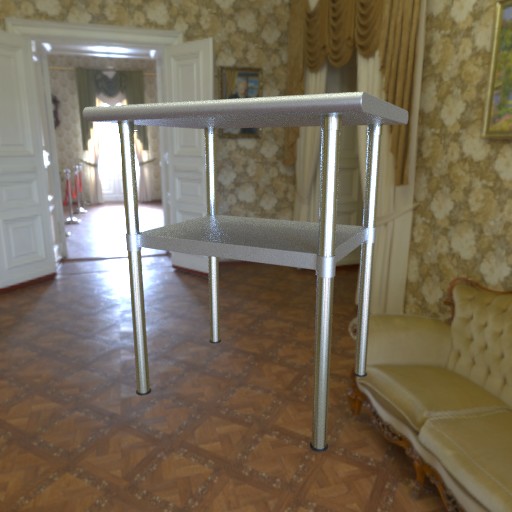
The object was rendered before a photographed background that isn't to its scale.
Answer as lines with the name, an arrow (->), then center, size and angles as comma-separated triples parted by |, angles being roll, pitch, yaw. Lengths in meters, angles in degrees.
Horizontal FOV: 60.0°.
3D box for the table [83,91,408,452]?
table -> 0.000, 0.000, 1.389 | 0.762, 0.876, 0.584 | 7, 15, 26
